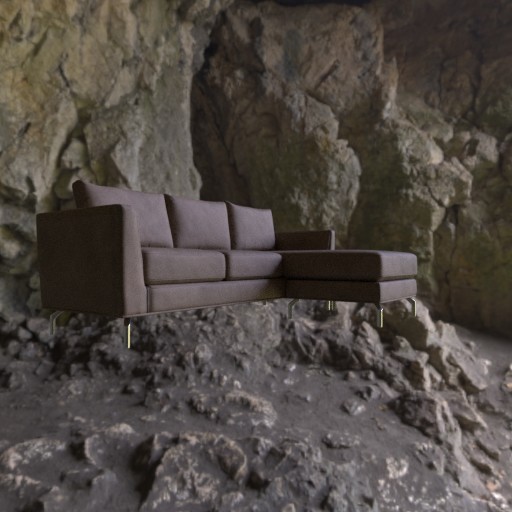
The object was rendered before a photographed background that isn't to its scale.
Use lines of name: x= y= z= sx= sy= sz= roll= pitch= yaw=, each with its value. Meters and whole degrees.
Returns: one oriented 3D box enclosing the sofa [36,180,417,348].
sofa: x=0.000 y=0.000 z=3.245 sx=1.622 sy=0.987 sz=2.438 roll=0 pitch=-1 yaw=36
